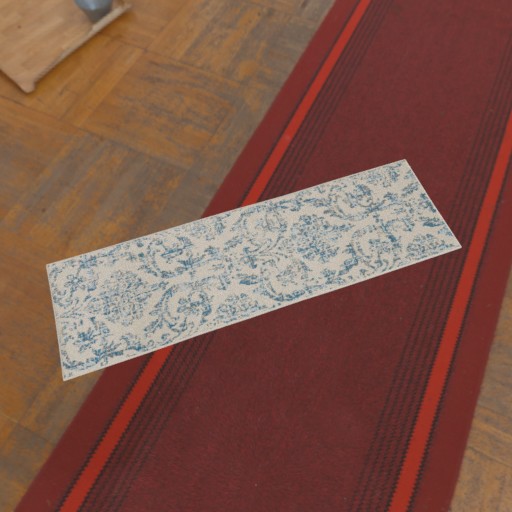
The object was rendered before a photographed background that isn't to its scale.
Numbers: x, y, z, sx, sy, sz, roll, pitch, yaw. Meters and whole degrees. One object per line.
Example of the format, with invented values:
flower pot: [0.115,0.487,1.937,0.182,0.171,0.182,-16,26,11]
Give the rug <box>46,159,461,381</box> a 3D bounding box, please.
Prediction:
rug: [0.000,0.000,2.439,2.196,0.011,0.662,-17,64,-9]
